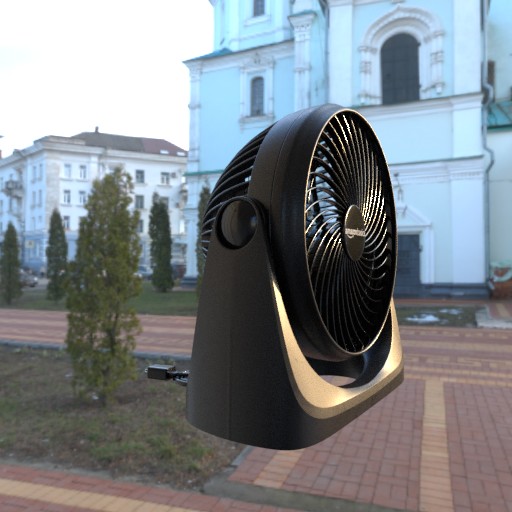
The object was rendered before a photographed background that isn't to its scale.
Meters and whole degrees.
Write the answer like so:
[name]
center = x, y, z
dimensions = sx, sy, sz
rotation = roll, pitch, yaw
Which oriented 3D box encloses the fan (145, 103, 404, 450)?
[fan]
center = 0.000, 0.000, 0.476
dimensions = 0.256, 0.277, 0.273
rotation = -1, -2, 34
